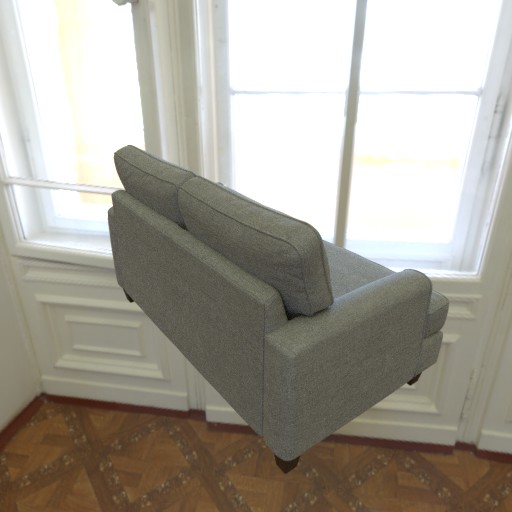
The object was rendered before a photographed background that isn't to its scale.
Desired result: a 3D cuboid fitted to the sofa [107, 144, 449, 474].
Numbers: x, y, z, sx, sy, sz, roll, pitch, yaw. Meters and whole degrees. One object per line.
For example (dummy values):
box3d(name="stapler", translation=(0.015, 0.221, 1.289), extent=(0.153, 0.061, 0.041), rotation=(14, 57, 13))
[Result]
box3d(name="sofa", translation=(0.000, 0.000, 2.239), extent=(0.965, 0.965, 1.651), rotation=(-18, 32, -32))
